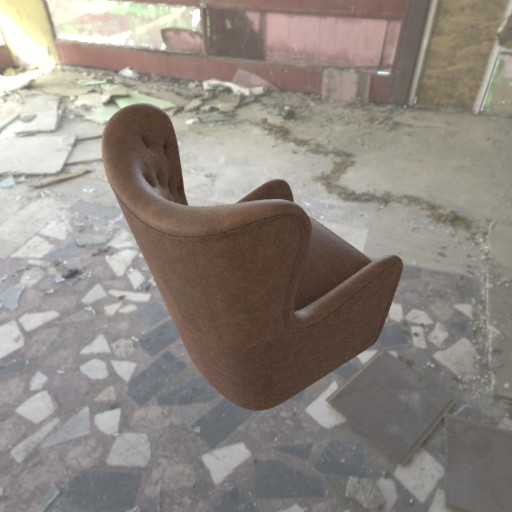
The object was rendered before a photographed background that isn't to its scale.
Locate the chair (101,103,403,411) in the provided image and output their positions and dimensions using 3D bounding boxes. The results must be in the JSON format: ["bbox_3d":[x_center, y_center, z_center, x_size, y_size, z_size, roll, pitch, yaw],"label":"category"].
[{"bbox_3d":[0.000,0.000,1.745,0.930,1.079,0.831,-25,46,-26],"label":"chair"}]
